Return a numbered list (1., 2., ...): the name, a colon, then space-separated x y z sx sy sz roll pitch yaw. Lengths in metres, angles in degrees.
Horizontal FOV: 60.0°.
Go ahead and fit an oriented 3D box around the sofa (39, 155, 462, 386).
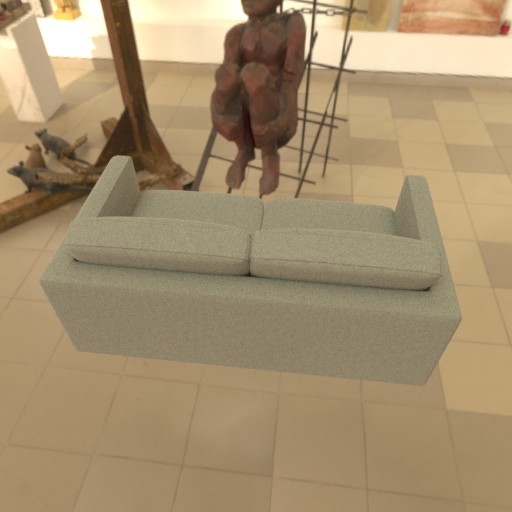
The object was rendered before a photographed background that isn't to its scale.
1. sofa: 0.000 0.000 2.318 1.731 0.900 1.000 5 46 4
